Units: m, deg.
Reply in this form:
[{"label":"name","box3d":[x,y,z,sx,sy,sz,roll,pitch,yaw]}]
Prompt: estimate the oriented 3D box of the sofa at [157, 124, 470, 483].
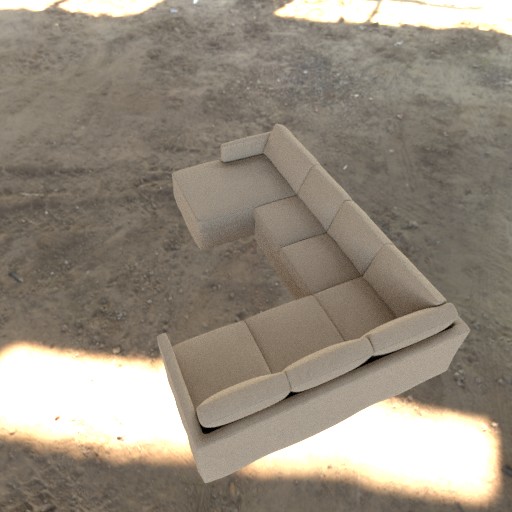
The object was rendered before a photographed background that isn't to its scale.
[{"label":"sofa","box3d":[0.000,0.000,4.619,2.476,0.878,3.528,-18,49,-16]}]
